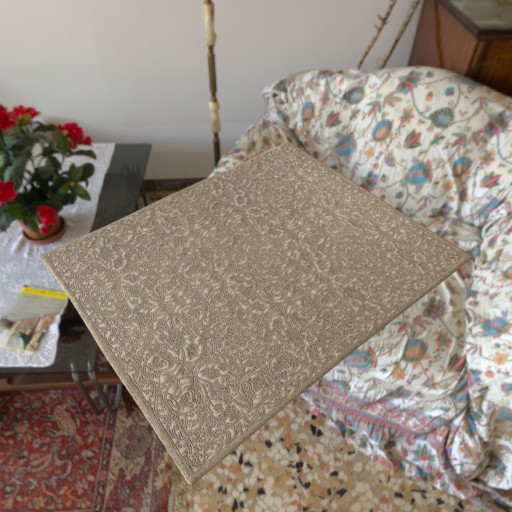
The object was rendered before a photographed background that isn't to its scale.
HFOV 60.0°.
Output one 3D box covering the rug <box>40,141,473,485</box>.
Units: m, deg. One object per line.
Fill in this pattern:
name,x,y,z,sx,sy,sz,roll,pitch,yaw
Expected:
rug,0.000,0.000,3.967,3.017,0.035,2.472,-30,53,-26
